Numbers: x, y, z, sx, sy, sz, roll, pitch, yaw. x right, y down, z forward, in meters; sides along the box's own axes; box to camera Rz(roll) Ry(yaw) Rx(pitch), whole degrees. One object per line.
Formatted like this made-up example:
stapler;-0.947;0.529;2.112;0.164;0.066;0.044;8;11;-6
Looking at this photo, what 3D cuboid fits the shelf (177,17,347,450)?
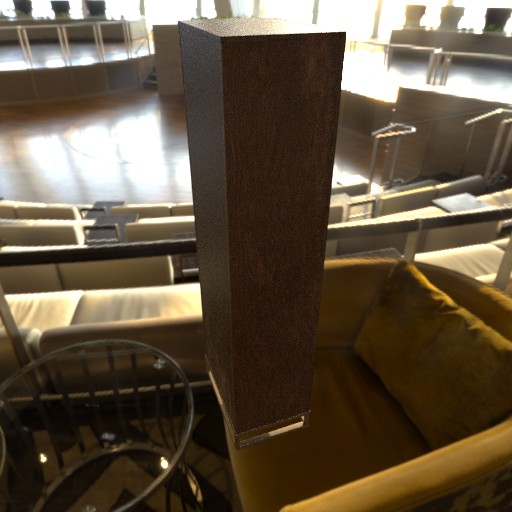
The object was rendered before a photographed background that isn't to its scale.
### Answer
shelf;0.000;0.000;1.866;0.395;1.732;0.539;-11;34;-17
